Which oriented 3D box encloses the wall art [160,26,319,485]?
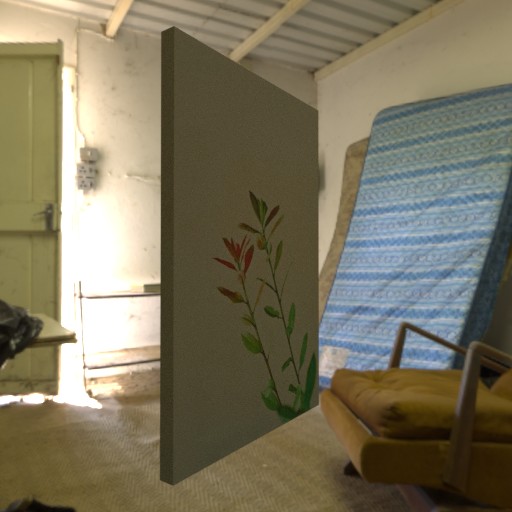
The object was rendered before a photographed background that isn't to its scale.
[{"bbox_3d":[0.000,0.000,1.140,0.039,0.915,0.612,-1,-1,36],"label":"wall art"}]
